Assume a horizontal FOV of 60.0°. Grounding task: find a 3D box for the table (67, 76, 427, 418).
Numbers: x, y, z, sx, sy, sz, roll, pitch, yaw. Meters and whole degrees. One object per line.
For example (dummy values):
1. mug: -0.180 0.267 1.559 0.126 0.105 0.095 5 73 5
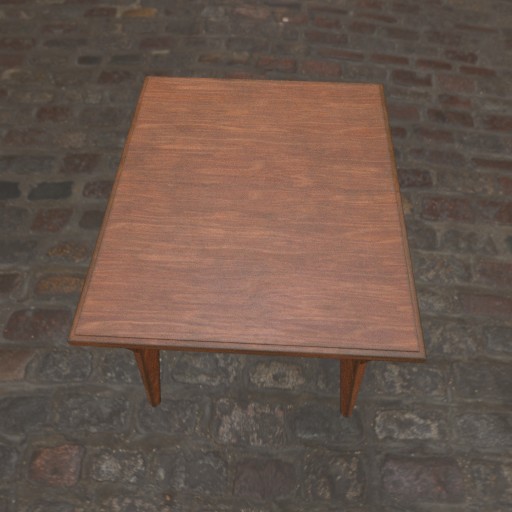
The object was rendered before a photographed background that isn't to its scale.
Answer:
1. table: 0.000 0.000 1.607 0.838 0.761 0.991 3 58 2
